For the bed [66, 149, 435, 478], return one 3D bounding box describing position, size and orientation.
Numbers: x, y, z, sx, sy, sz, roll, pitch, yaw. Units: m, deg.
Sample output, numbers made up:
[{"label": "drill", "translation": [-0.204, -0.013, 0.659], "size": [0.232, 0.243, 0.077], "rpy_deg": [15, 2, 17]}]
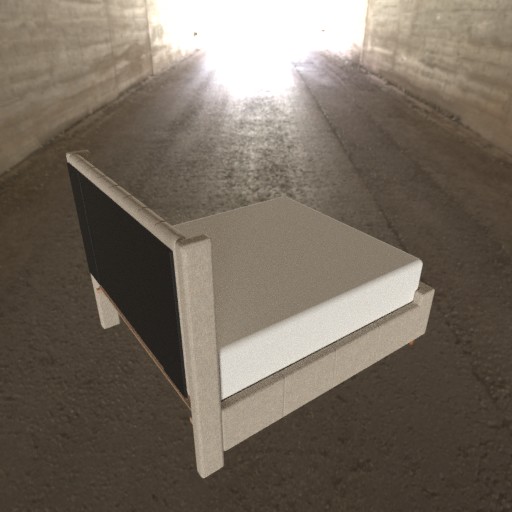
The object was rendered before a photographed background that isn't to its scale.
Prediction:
[{"label": "bed", "translation": [0.000, 0.000, 3.843], "size": [2.370, 1.743, 2.045], "rpy_deg": [-19, 34, -31]}]
